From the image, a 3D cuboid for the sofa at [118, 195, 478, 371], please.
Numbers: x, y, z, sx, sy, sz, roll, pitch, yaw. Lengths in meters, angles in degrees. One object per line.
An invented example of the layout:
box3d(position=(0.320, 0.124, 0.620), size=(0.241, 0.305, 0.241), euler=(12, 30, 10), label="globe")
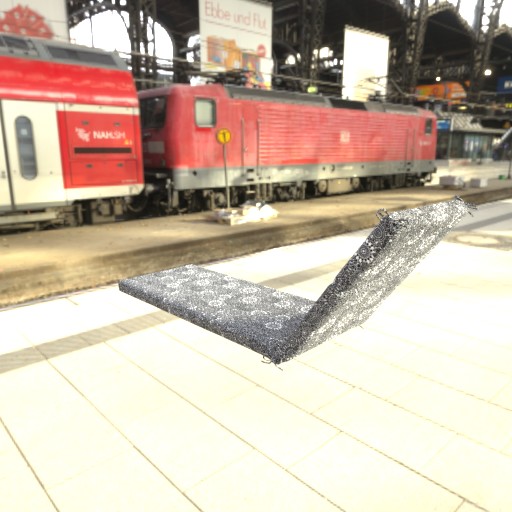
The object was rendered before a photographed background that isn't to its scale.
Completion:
box3d(position=(0.000, 0.000, 1.994), size=(0.582, 0.622, 1.663), euler=(-13, 19, -43), label="sofa")
